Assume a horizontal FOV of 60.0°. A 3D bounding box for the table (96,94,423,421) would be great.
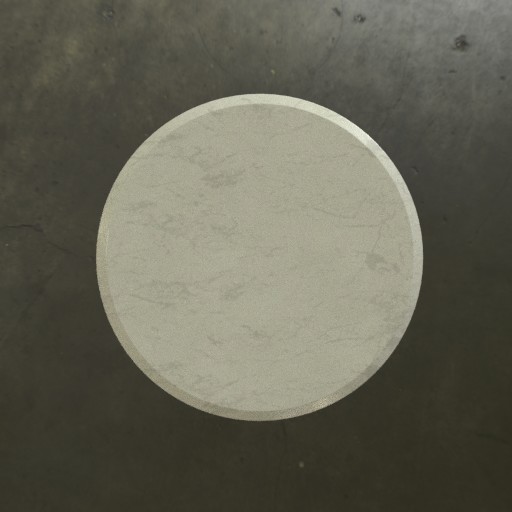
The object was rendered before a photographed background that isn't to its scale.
[{"bbox_3d":[0.000,0.000,0.769,0.407,0.447,0.407,0,91,-2],"label":"table"}]
